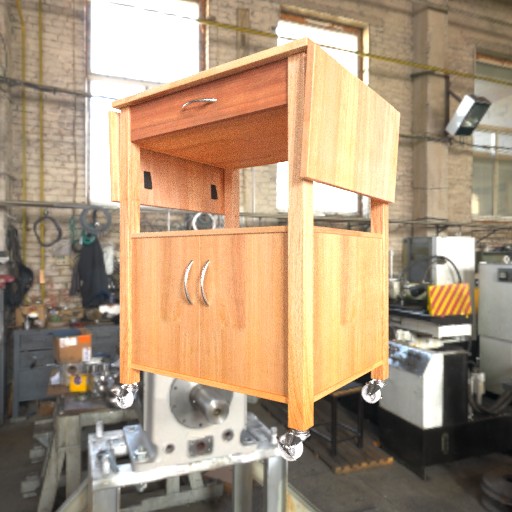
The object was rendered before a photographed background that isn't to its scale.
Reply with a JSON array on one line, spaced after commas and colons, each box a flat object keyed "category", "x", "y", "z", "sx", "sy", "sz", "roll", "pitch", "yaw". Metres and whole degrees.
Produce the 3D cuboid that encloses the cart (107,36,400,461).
[{"category": "cart", "x": 0.000, "y": 0.000, "z": 1.227, "sx": 0.640, "sy": 0.838, "sz": 0.508, "roll": 0, "pitch": 0, "yaw": 36}]
